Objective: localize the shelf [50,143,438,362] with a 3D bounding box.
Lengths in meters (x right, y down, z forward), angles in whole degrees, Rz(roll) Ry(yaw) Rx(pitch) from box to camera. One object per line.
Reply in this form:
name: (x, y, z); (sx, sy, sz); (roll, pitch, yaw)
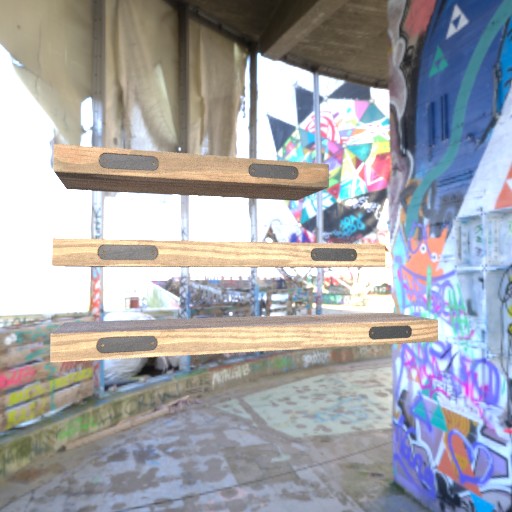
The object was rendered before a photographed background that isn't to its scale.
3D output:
shelf: (0.000, 0.000, 0.744); (0.610, 0.293, 0.140); (1, -2, -16)
